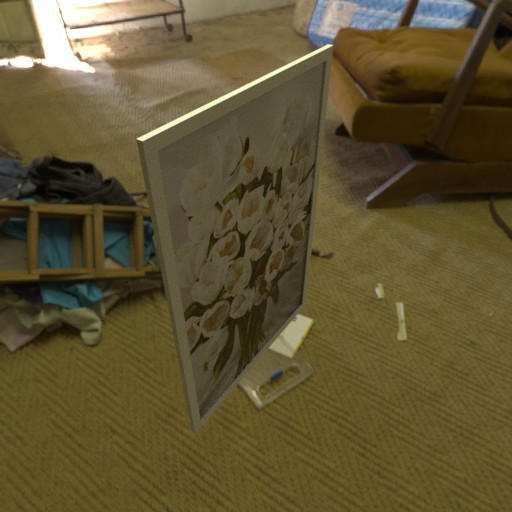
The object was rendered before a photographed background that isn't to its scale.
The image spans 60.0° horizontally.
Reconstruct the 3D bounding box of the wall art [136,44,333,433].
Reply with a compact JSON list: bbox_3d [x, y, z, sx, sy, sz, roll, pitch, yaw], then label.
[{"bbox_3d":[0.000,0.000,1.247,0.015,0.965,0.660,25,47,26],"label":"wall art"}]
